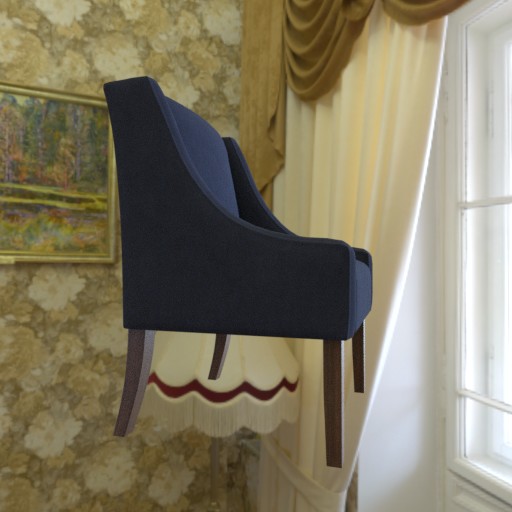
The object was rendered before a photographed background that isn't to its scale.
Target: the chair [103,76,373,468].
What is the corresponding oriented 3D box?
[{"bbox_3d":[0.000,0.000,1.301,0.629,0.895,0.629,0,-1,18],"label":"chair"}]
